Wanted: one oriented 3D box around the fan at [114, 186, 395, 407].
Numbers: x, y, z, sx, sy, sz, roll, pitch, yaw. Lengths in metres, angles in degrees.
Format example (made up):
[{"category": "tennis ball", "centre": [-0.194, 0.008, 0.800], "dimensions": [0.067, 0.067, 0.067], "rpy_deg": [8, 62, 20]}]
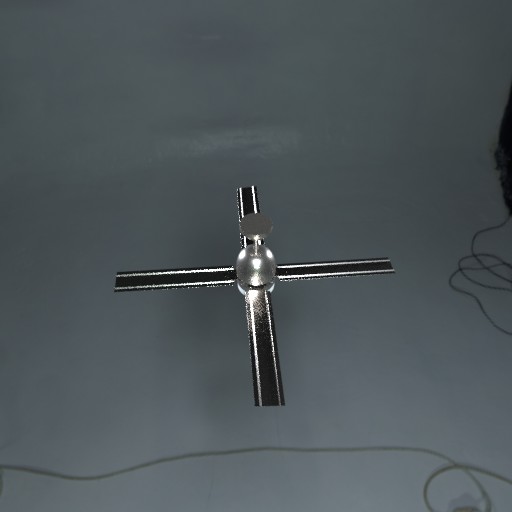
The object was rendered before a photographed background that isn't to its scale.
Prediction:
[{"category": "fan", "centre": [0.000, 0.000, 2.058], "dimensions": [1.346, 0.406, 1.346], "rpy_deg": [-4, 47, -4]}]
